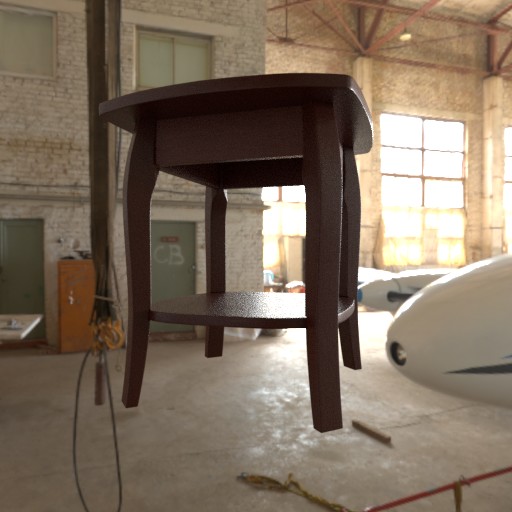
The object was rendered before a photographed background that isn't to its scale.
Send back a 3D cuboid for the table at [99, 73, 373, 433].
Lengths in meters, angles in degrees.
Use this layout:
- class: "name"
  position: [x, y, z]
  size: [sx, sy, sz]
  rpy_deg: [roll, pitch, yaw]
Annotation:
- class: "table"
  position: [0.000, 0.000, 0.858]
  size: [0.433, 0.496, 0.502]
  rpy_deg: [0, 1, 18]
